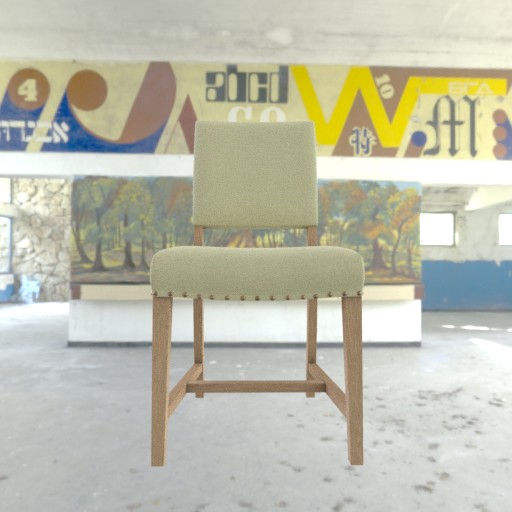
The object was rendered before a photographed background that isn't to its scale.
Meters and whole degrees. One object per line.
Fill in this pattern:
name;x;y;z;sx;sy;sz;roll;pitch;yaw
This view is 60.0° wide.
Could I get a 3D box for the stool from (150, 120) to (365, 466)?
stool;0.000;0.000;1.339;0.508;0.986;0.623;0;-1;-1
